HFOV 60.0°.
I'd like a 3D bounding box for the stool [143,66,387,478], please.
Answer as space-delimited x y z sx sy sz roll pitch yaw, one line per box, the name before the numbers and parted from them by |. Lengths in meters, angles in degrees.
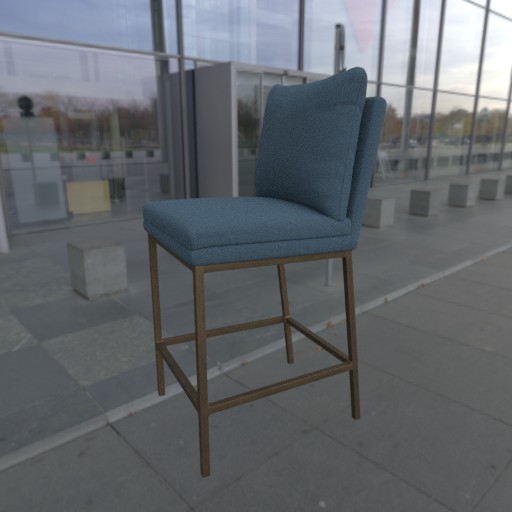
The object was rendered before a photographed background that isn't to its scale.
stool | 0.000 0.000 1.334 0.568 1.032 0.463 -8 17 -26
